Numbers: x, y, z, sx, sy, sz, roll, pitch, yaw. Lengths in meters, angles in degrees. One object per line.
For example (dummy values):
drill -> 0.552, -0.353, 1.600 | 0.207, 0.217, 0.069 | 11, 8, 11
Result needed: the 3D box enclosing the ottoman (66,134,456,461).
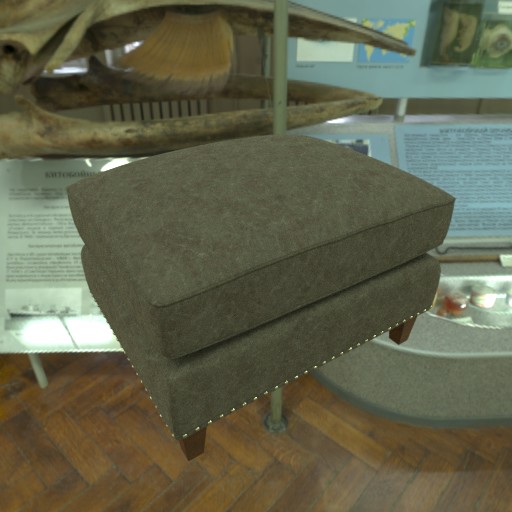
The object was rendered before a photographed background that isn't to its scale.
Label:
ottoman -> 0.000, 0.000, 1.125 | 0.741, 0.513, 0.584 | -19, 36, -28
